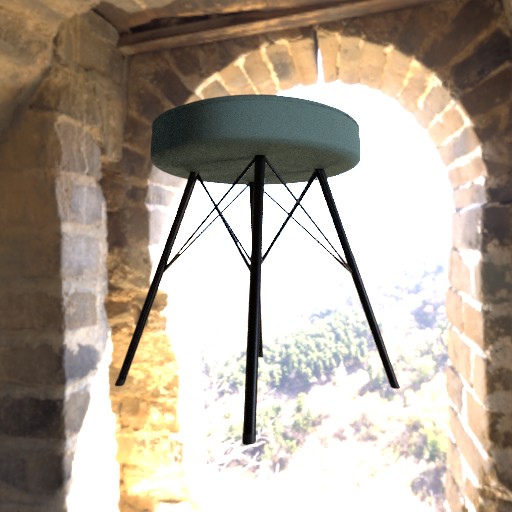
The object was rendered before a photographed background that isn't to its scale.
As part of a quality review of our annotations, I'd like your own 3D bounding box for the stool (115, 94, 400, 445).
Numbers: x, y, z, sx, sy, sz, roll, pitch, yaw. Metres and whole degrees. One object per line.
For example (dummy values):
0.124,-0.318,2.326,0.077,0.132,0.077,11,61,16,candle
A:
0.000,0.000,0.881,0.458,0.519,0.457,0,-1,-34,stool
